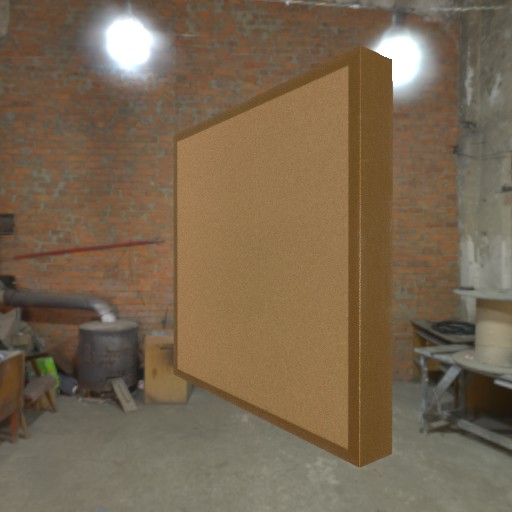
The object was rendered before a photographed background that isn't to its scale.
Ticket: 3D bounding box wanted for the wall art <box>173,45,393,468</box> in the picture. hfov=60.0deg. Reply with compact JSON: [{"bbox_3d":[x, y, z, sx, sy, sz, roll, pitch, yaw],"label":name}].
[{"bbox_3d":[0.000,0.000,0.454,0.038,0.305,0.306,0,1,-36],"label":"wall art"}]
